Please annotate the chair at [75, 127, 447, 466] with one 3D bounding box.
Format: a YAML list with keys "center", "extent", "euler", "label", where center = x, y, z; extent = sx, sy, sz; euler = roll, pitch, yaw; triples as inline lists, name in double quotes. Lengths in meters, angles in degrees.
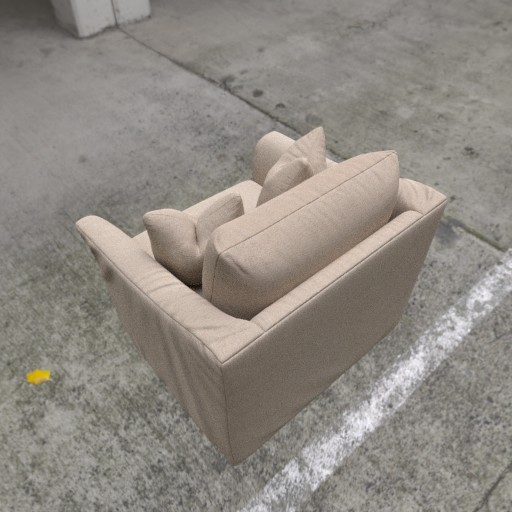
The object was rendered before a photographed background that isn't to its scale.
- center: [0.000, 0.000, 2.044]
  extent: [1.194, 1.093, 1.071]
  euler: [-32, 54, -27]
  label: "chair"
